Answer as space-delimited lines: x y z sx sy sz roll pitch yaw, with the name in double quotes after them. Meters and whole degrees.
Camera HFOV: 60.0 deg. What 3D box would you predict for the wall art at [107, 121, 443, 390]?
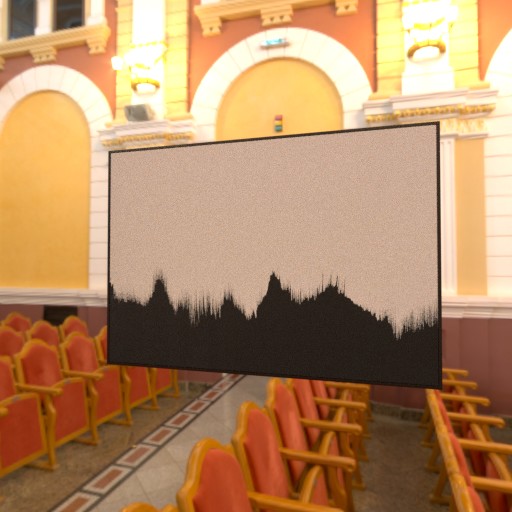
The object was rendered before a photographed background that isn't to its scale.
0.000 0.000 1.239 0.957 0.660 0.019 0 -1 17 "wall art"
